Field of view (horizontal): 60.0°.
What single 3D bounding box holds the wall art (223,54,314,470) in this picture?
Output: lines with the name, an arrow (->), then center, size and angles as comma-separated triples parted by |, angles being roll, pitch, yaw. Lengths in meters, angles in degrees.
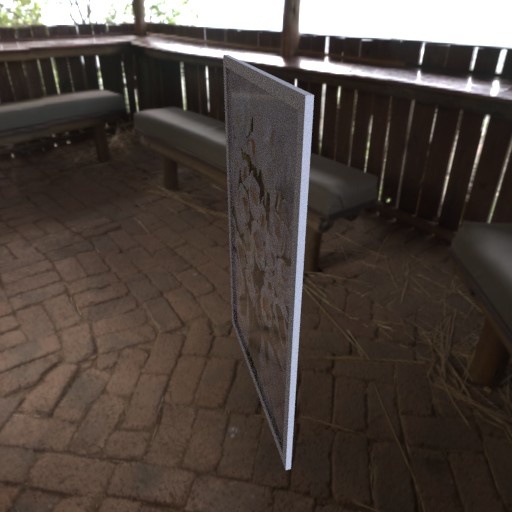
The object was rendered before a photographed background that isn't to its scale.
wall art -> 0.000, 0.000, 1.234 | 0.015, 0.965, 0.660 | -8, 31, -13
